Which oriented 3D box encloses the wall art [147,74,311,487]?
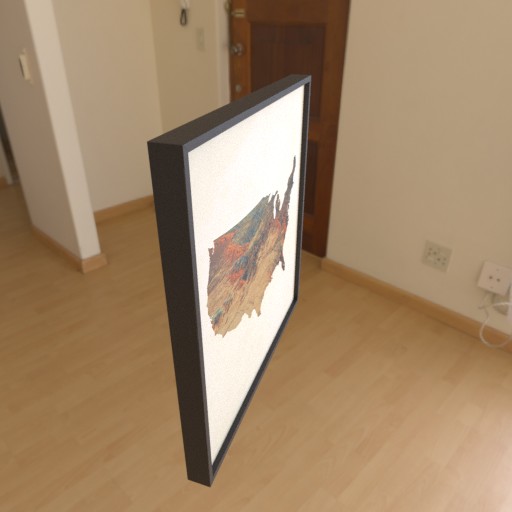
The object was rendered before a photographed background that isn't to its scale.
[{"bbox_3d":[0.000,0.000,0.742,0.038,0.507,0.507,10,31,17],"label":"wall art"}]
